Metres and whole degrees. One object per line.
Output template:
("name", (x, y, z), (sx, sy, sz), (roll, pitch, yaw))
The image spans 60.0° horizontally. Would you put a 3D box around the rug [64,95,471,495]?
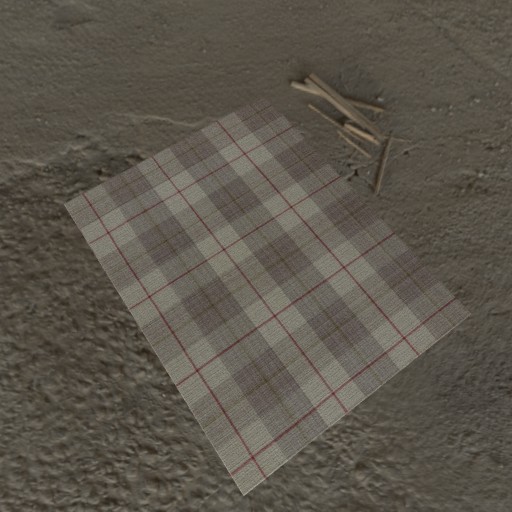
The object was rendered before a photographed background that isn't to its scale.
("rug", (0.000, 0.000, 3.939), (2.317, 0.016, 2.959), (-33, 70, -14))
